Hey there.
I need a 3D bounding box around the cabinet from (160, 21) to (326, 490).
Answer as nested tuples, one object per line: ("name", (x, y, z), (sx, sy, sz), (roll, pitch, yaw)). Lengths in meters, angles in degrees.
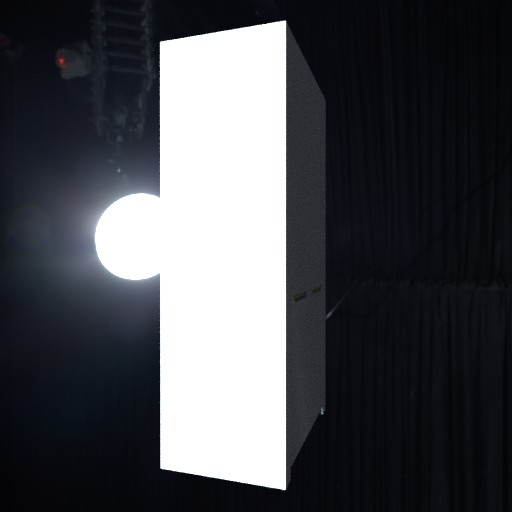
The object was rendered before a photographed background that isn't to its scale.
("cabinet", (0.000, 0.000, 2.363), (0.580, 1.920, 0.980), (0, 0, 18))
